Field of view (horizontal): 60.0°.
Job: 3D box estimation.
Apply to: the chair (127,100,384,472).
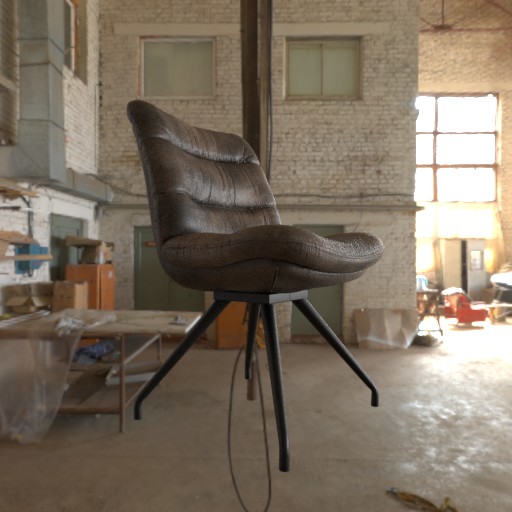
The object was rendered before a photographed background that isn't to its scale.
[{"bbox_3d":[0.000,0.000,1.246,0.622,0.870,0.549,0,0,37],"label":"chair"}]
